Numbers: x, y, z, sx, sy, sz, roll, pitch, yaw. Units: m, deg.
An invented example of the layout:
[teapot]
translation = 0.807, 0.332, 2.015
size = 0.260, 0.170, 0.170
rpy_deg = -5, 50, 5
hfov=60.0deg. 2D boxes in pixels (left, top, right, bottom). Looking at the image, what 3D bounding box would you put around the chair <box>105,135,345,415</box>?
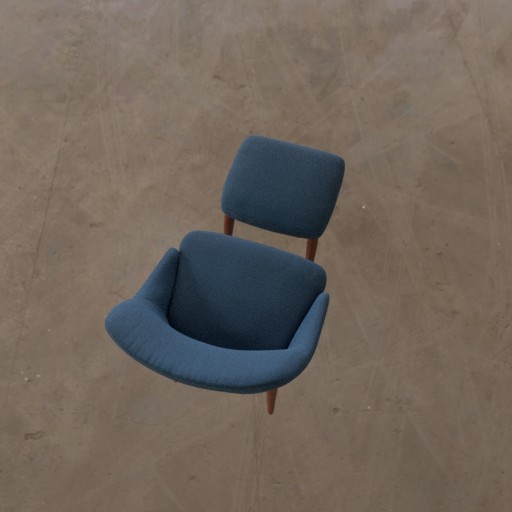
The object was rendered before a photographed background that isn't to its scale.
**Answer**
[chair]
translation = 0.000, 0.000, 1.601
size = 0.584, 0.866, 1.114
rpy_deg = 16, 64, 8
